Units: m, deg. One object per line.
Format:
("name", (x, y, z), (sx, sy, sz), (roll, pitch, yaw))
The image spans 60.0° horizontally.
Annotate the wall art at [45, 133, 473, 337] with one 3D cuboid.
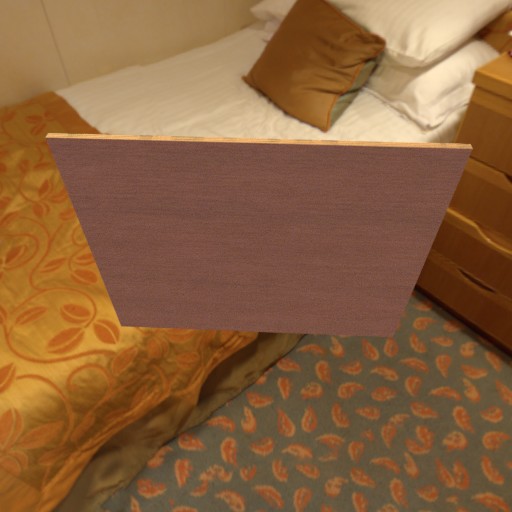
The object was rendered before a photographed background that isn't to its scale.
("wall art", (0.000, 0.000, 0.680), (0.508, 0.408, 0.010), (2, 48, 2))
